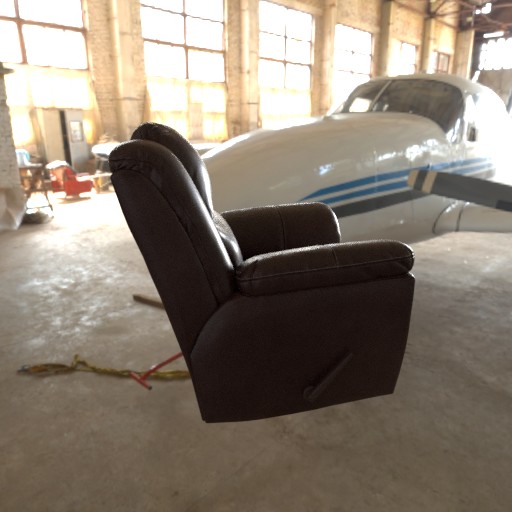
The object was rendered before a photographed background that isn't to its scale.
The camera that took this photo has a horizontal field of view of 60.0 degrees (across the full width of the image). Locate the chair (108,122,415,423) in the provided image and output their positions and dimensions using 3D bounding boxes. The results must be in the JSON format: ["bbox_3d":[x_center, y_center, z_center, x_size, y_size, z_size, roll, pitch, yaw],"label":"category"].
[{"bbox_3d":[0.000,0.000,1.895,1.041,1.093,0.990,-3,17,-10],"label":"chair"}]
